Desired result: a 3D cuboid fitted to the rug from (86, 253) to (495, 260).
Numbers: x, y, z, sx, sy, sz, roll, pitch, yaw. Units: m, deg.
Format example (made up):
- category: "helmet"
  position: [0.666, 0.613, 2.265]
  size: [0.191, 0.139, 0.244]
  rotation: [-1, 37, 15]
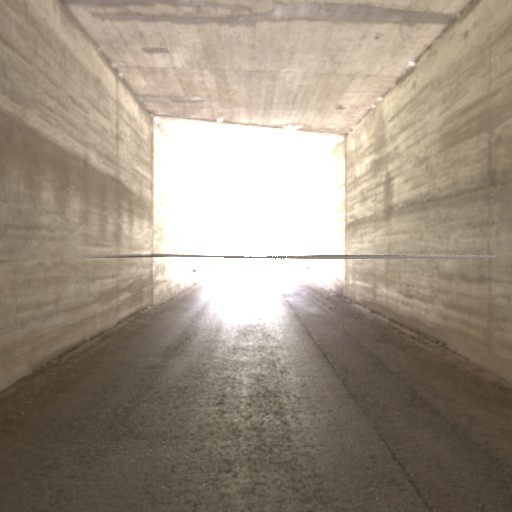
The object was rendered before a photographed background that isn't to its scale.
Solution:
- category: "rug"
  position: [0.000, 0.000, 2.191]
  size: [1.149, 0.021, 1.773]
  rotation: [0, 0, -36]
